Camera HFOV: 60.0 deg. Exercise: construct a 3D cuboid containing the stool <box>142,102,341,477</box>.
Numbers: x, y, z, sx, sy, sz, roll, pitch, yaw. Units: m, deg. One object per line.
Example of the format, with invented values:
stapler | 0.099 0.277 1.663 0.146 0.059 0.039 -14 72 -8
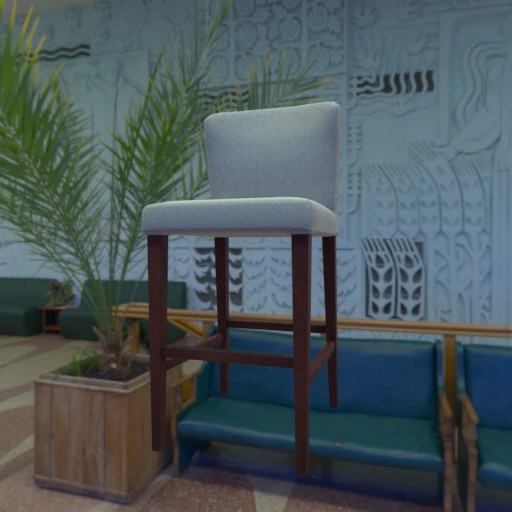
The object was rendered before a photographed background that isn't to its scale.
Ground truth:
stool | 0.000 0.000 1.384 0.479 1.069 0.568 0 1 19
